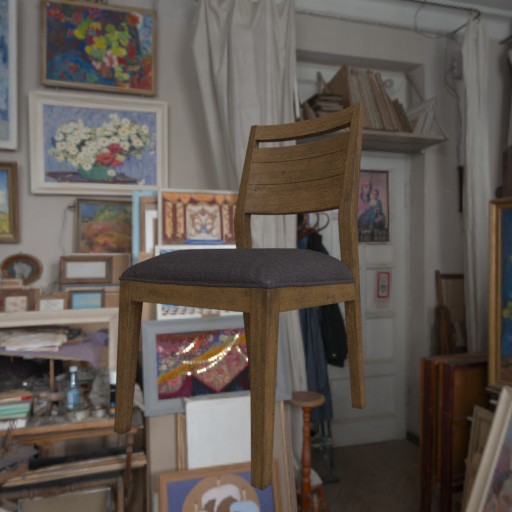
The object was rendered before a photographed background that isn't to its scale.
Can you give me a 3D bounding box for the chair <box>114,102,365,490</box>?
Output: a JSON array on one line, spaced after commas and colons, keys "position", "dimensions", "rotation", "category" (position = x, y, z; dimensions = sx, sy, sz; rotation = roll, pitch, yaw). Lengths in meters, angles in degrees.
[{"position": [0.000, 0.000, 1.279], "dimensions": [0.501, 0.939, 0.610], "rotation": [0, 0, 37], "category": "chair"}]
